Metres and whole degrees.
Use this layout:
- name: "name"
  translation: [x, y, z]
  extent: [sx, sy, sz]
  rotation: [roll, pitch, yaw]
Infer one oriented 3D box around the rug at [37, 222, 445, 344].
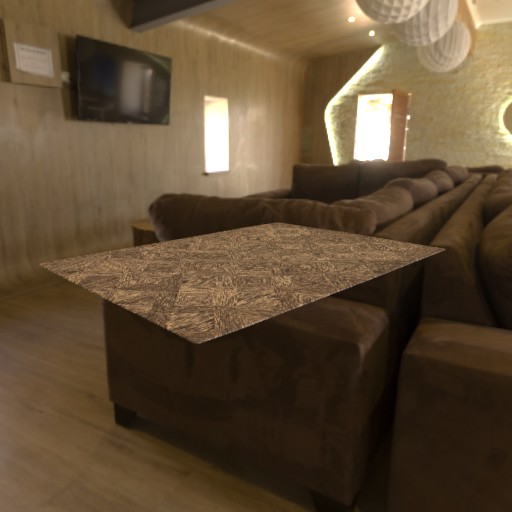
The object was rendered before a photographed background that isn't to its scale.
- name: "rug"
  translation: [0.000, 0.000, 5.420]
  extent: [4.093, 0.020, 2.997]
  rotation: [-13, 19, -43]
